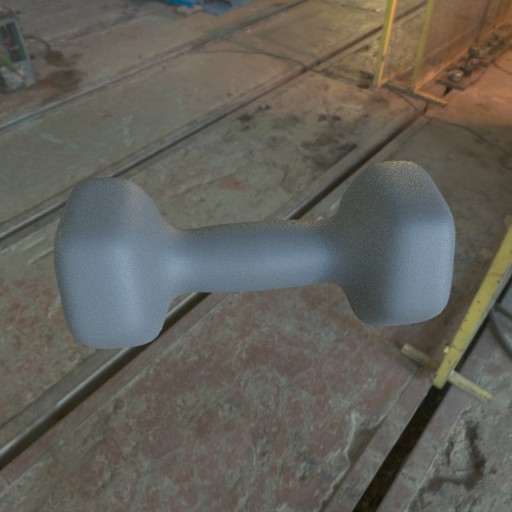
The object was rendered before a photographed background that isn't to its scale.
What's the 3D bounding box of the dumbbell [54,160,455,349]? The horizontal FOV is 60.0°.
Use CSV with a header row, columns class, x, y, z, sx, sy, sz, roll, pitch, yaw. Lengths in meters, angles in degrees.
class,x,y,z,sx,sy,sz,roll,pitch,yaw
dumbbell,0.000,0.000,0.227,0.184,0.081,0.090,-4,46,-3
